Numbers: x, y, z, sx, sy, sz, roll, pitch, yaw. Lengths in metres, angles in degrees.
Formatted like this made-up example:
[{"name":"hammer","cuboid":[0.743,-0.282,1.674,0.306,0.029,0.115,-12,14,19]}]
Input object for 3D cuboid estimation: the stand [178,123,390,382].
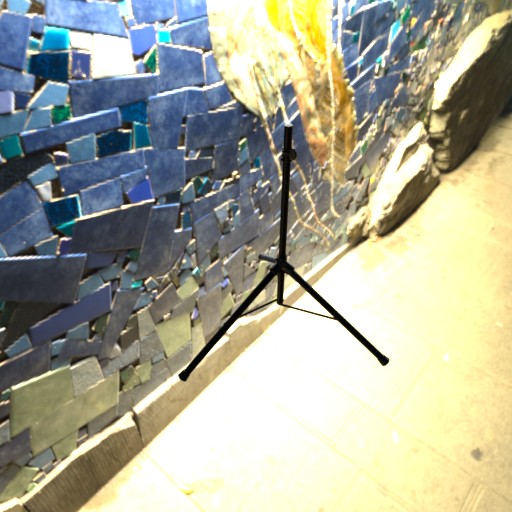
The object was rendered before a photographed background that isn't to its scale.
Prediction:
[{"name":"stand","cuboid":[0.000,0.000,1.969,0.907,1.136,1.045,-24,46,-26]}]
